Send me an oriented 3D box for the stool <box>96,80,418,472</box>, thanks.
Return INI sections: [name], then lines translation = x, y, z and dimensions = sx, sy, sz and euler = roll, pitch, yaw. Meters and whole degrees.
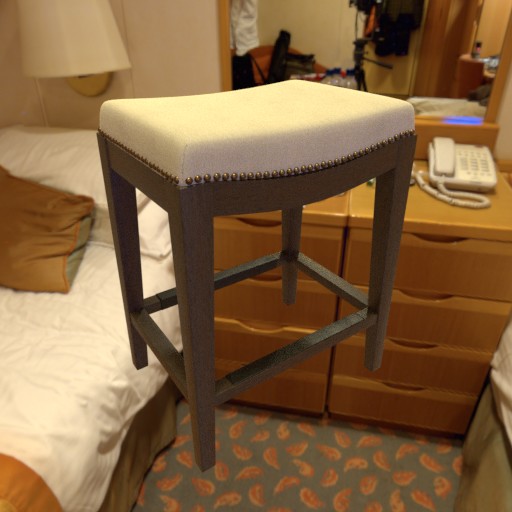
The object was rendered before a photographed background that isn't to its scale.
[stool]
translation = 0.000, 0.000, 0.947
dimensions = 0.500, 0.642, 0.361
euler = -19, 35, -30
